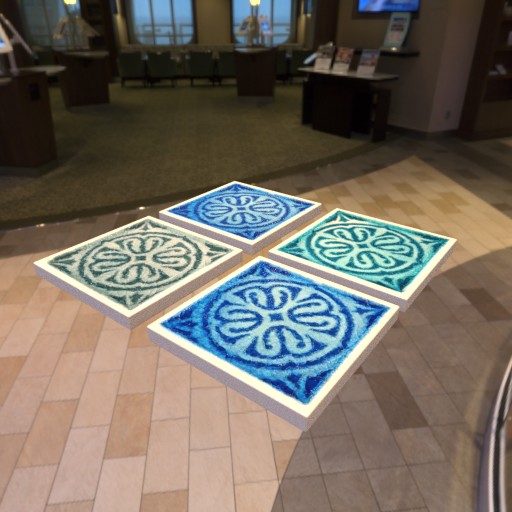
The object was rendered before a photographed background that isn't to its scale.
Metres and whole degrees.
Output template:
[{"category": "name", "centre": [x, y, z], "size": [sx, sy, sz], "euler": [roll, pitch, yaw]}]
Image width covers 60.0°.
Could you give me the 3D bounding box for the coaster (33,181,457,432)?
[{"category": "coaster", "centre": [0.000, 0.000, 0.321], "size": [0.219, 0.010, 0.214], "euler": [20, 34, 32]}]
